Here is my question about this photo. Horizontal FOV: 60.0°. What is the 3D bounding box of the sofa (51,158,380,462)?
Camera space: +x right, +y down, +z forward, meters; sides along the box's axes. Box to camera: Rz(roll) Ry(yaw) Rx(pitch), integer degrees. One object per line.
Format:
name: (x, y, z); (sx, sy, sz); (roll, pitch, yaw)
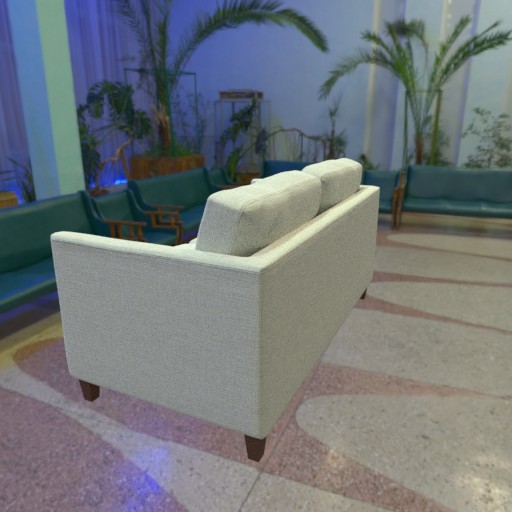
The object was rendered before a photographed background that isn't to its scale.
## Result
sofa: (0.000, 0.000, 2.389); (0.950, 0.963, 1.838); (8, 19, 25)
